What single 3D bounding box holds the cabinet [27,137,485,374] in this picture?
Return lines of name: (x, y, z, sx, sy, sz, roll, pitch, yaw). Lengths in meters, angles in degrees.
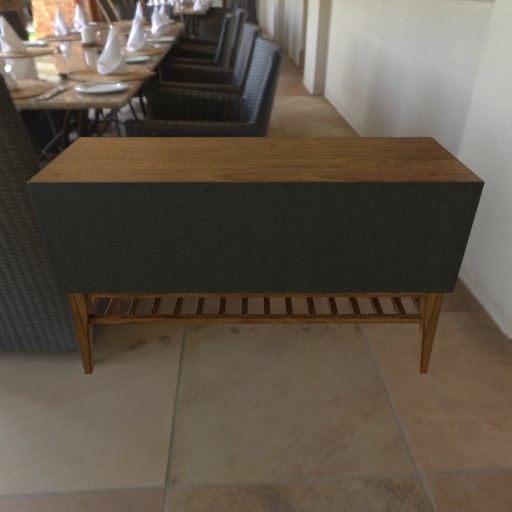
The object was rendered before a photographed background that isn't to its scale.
cabinet: (0.000, 0.000, 1.731, 1.363, 0.802, 0.477, 0, 31, 0)
